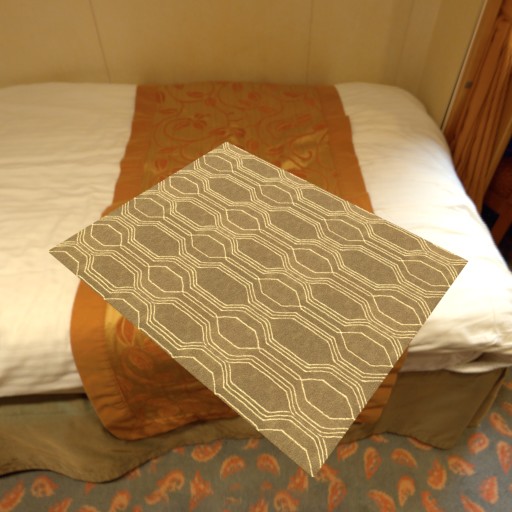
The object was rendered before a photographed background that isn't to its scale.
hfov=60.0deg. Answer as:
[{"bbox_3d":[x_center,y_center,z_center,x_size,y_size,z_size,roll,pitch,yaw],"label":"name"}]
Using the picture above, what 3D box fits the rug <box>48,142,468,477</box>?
[{"bbox_3d":[0.000,0.000,4.131,3.062,0.012,2.457,32,55,26],"label":"rug"}]
